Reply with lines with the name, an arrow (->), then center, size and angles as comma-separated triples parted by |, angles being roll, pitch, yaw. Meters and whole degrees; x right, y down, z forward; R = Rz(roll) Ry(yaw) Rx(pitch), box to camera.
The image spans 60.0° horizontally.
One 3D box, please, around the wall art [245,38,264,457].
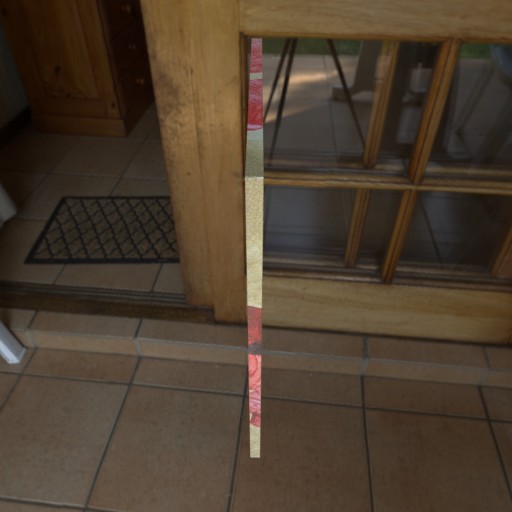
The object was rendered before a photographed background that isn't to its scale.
wall art -> 0.000, 0.000, 1.338 | 0.031, 1.015, 0.762 | 0, 42, 0
